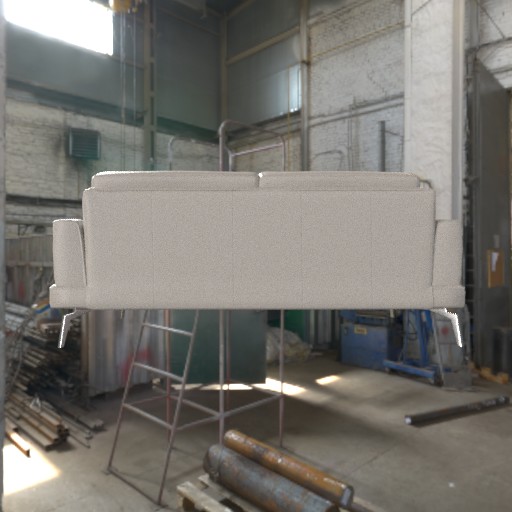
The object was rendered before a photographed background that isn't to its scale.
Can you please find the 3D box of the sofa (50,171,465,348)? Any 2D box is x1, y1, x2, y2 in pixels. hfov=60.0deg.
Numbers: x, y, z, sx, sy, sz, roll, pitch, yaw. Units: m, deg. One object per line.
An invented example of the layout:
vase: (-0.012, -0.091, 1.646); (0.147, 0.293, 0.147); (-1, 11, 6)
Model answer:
sofa: (0.000, 0.000, 2.780); (2.177, 0.930, 1.121); (0, 0, -1)
